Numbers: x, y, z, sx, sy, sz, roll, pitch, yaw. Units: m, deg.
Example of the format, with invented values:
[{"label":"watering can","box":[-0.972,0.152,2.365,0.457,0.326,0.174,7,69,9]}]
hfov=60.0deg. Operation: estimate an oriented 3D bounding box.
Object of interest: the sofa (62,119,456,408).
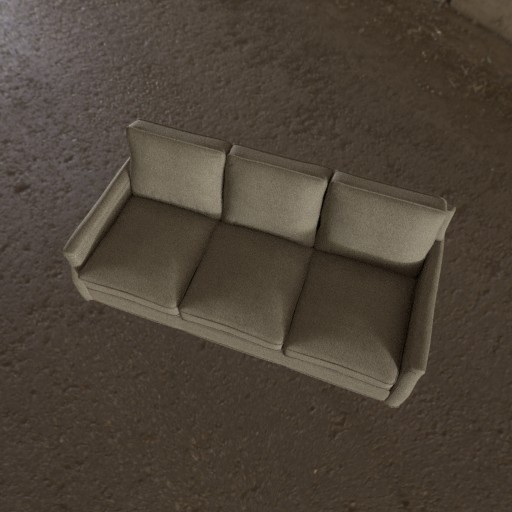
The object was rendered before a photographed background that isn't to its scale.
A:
[{"label":"sofa","box":[0.000,0.000,2.874,2.246,1.003,1.084,17,60,10]}]
